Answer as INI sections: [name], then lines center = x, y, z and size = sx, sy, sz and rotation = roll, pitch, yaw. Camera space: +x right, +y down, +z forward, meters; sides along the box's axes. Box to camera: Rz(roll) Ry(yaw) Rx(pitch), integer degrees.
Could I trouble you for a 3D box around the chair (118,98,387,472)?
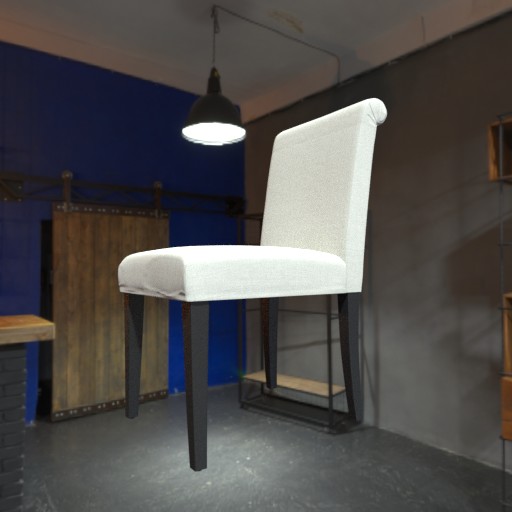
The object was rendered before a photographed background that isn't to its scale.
[chair]
center = 0.000, 0.000, 1.361
size = 0.708, 0.976, 0.452
rotation = 1, -1, -36
